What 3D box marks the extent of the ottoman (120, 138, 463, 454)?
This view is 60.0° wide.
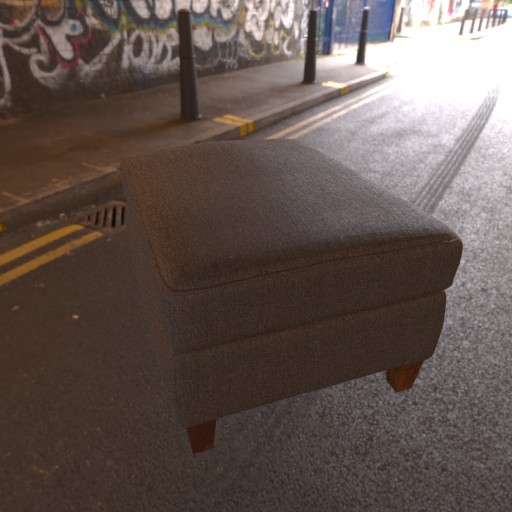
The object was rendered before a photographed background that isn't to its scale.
[{"bbox_3d":[0.000,0.000,1.221,0.639,0.496,0.826,-10,31,-17],"label":"ottoman"}]
